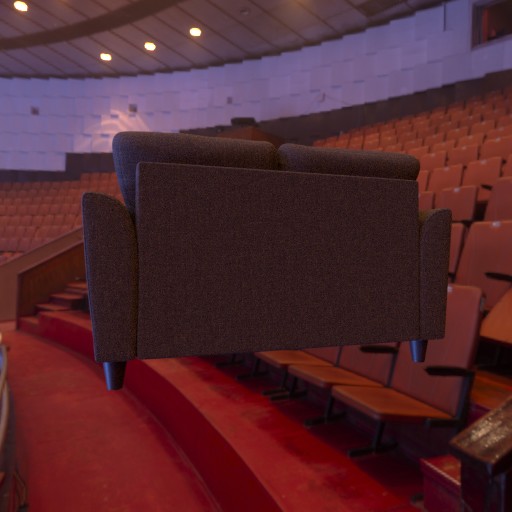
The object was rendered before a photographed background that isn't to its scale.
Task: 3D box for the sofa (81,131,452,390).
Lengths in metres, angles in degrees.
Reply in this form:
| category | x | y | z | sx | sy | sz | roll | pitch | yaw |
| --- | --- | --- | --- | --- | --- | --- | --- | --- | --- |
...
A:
| category | x | y | z | sx | sy | sz | roll | pitch | yaw |
| --- | --- | --- | --- | --- | --- | --- | --- | --- | --- |
| sofa | 0.000 | 0.000 | 1.984 | 1.423 | 0.885 | 0.851 | 0 | -1 | -19 |
